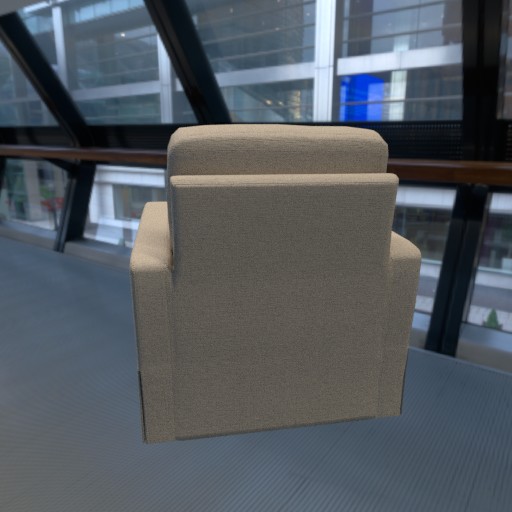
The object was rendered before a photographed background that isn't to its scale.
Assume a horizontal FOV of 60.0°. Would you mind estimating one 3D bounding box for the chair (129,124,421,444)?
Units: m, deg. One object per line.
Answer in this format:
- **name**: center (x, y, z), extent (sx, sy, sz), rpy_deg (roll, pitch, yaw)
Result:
- **chair**: center (0.000, 0.000, 1.500), extent (0.755, 0.827, 0.888), rpy_deg (-2, 14, -10)
